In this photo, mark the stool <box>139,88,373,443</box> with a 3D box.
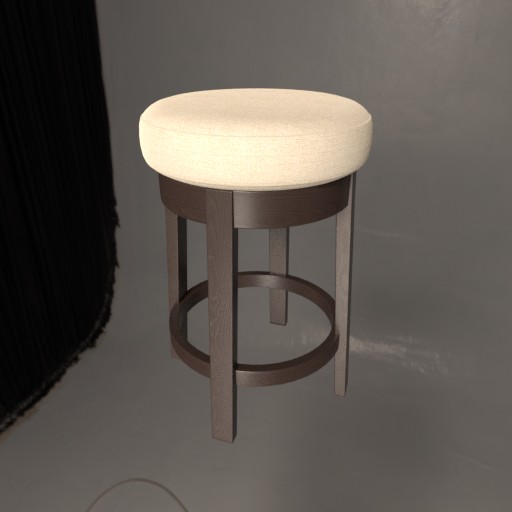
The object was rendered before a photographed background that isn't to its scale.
[{"bbox_3d":[0.000,0.000,0.961,0.449,0.655,0.449,0,27,0],"label":"stool"}]
